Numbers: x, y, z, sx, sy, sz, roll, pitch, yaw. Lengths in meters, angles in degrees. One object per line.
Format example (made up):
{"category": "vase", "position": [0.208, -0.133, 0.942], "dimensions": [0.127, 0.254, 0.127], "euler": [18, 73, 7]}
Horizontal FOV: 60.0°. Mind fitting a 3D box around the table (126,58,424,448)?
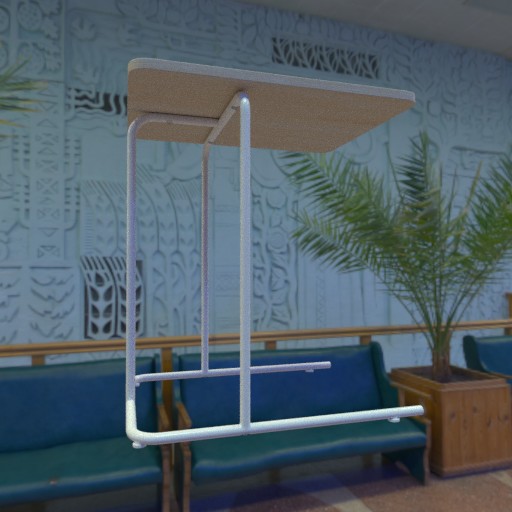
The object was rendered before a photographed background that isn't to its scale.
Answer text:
{"category": "table", "position": [0.000, 0.000, 0.857], "dimensions": [0.480, 0.550, 0.370], "euler": [0, -1, -16]}
